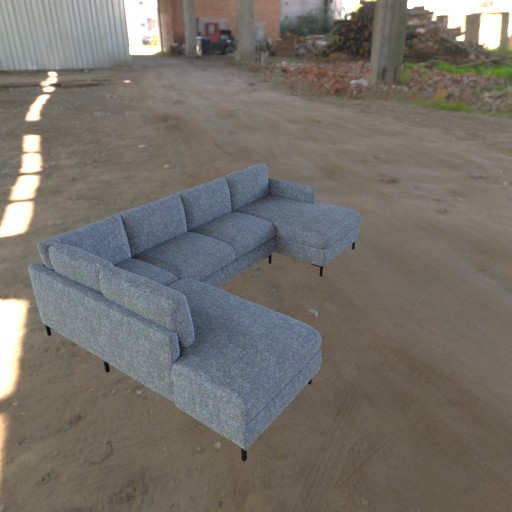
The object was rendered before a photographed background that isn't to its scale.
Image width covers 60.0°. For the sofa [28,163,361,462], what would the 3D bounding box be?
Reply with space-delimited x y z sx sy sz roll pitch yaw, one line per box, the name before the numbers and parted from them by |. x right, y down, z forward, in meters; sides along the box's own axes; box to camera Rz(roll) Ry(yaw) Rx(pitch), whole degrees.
sofa | 0.000 0.000 3.535 1.879 0.756 2.737 18 31 32
